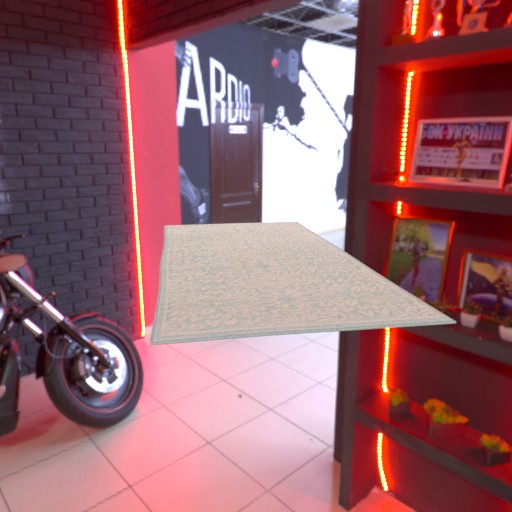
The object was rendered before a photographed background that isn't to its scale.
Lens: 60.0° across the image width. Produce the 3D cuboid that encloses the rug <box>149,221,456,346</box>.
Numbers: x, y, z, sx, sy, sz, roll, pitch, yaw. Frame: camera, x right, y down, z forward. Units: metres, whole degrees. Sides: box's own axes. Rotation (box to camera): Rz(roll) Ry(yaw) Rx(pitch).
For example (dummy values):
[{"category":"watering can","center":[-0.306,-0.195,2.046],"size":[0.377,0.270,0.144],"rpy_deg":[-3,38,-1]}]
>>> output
[{"category":"rug","center":[0.000,0.000,1.422],"size":[0.604,0.007,1.219],"rpy_deg":[-2,14,-10]}]
